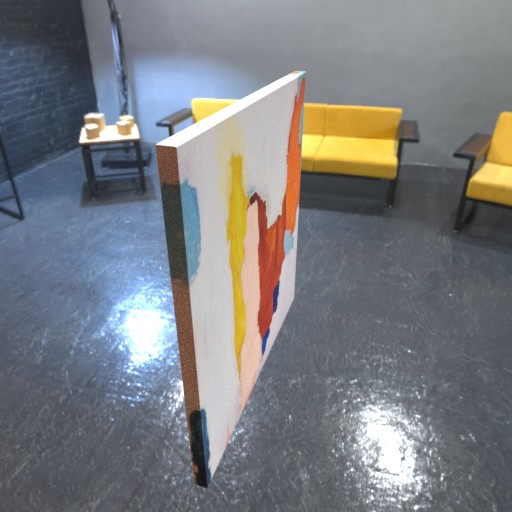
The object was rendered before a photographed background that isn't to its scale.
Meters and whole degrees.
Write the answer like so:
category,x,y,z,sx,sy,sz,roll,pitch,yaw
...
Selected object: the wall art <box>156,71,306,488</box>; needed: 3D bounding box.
category,x,y,z,sx,sy,sz,roll,pitch,yaw
wall art,0.000,0.000,1.471,0.044,1.017,1.017,10,31,16
